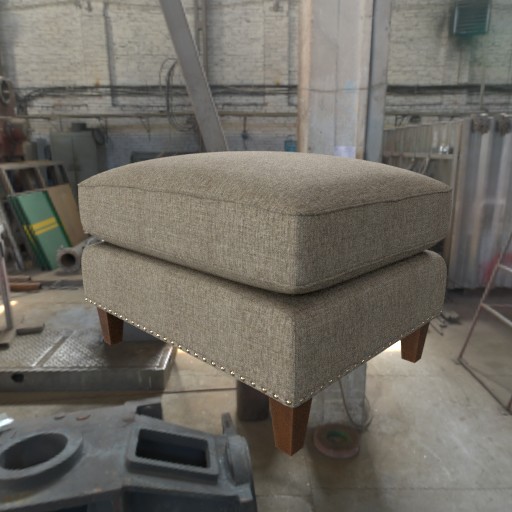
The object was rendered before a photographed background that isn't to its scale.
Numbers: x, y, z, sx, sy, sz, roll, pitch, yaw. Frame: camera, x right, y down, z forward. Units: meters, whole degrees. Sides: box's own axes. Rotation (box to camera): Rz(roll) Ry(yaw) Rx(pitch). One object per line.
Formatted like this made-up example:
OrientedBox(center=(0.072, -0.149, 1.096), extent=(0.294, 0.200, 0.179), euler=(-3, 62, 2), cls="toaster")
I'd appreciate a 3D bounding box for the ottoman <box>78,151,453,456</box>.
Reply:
OrientedBox(center=(0.000, 0.000, 1.113), extent=(0.741, 0.513, 0.584), euler=(13, 19, 43), cls="ottoman")
